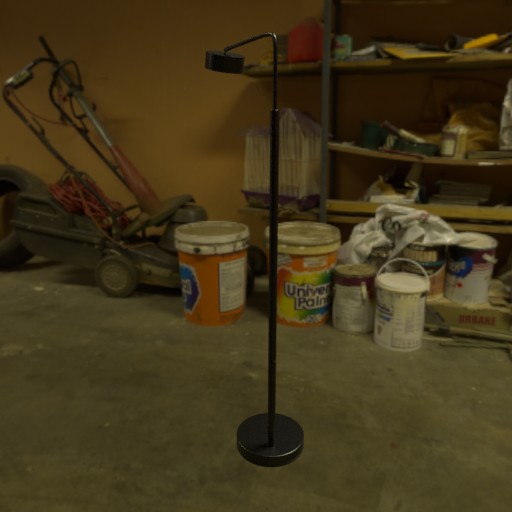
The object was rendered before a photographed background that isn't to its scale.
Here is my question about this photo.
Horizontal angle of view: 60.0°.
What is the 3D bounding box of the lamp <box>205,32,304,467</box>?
[{"bbox_3d":[0.000,0.000,1.378,0.219,1.230,0.418,-8,17,-27],"label":"lamp"}]
